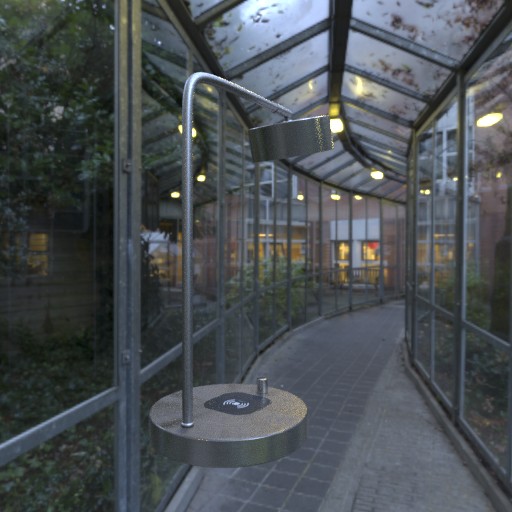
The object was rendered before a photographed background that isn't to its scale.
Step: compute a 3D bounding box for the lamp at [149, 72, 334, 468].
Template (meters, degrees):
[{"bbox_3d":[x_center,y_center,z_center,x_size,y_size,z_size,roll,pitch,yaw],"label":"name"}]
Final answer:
[{"bbox_3d":[0.000,0.000,0.645,0.211,0.469,0.334,0,1,36],"label":"lamp"}]
